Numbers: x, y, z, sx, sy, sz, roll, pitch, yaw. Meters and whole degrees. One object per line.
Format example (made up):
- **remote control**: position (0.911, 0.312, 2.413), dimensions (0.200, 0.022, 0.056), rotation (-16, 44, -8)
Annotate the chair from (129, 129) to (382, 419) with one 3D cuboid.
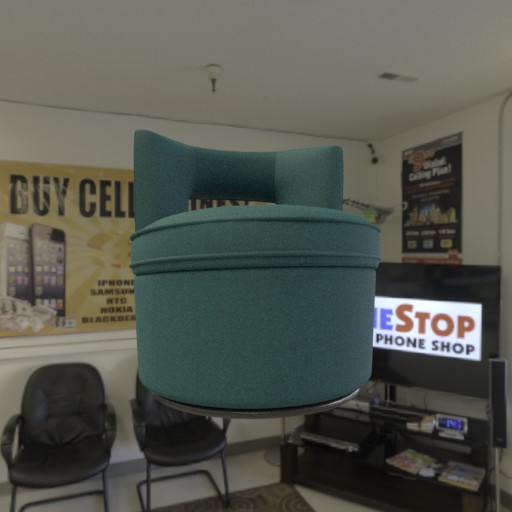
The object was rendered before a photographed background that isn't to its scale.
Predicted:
- **chair**: position (0.000, 0.000, 1.241), dimensions (0.684, 0.711, 0.660), rotation (0, 1, -18)
